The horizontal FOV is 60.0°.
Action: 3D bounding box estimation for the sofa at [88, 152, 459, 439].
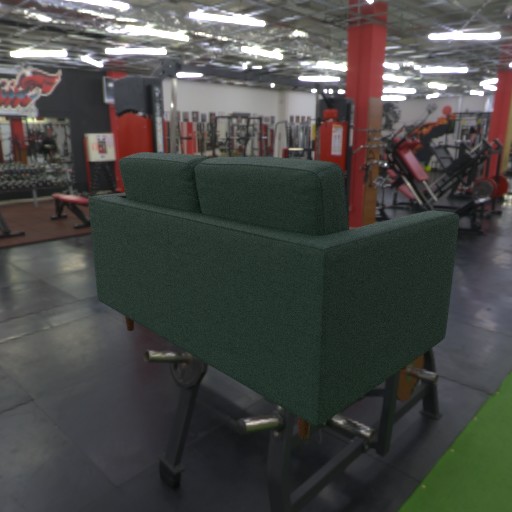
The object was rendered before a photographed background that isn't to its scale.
[{"bbox_3d":[0.000,0.000,1.984,0.879,0.899,1.430,-14,20,-42],"label":"sofa"}]
